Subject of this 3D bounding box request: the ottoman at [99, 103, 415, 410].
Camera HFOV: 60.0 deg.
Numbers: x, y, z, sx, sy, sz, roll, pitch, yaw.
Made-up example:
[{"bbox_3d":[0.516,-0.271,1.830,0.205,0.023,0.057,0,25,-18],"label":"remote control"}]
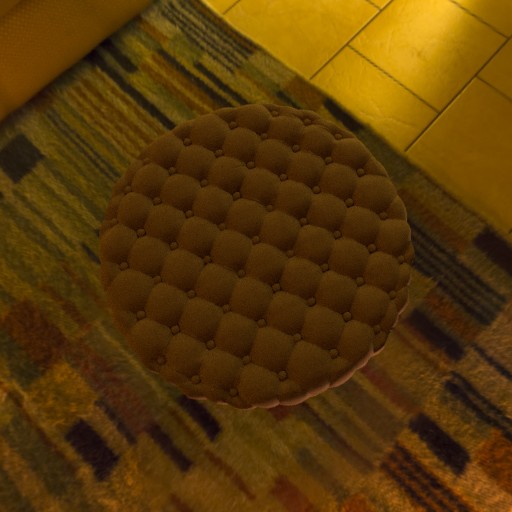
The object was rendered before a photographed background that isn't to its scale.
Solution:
[{"bbox_3d":[0.000,0.000,1.529,0.998,0.399,0.998,0,75,0],"label":"ottoman"}]
